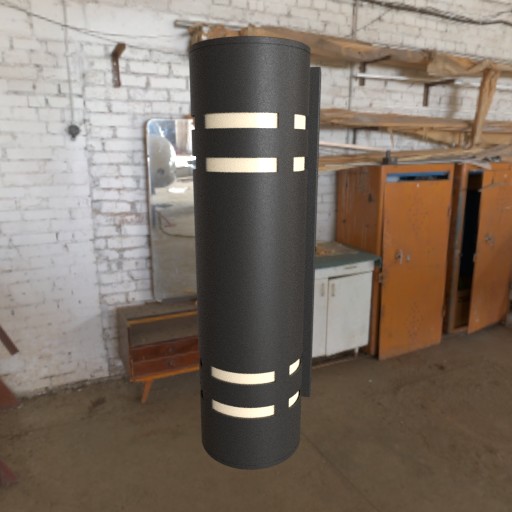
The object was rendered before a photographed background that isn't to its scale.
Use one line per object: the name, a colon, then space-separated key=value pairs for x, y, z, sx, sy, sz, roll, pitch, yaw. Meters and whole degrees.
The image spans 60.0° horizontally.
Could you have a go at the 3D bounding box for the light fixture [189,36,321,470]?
light fixture: x=0.000 y=0.000 z=0.399 sx=0.105 sy=0.330 sz=0.149 roll=2 pitch=14 yaw=9
